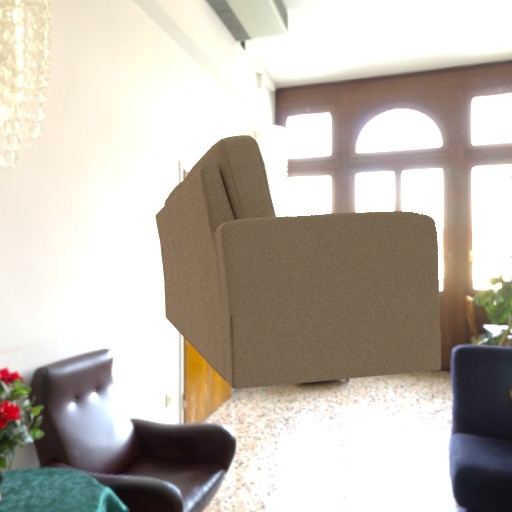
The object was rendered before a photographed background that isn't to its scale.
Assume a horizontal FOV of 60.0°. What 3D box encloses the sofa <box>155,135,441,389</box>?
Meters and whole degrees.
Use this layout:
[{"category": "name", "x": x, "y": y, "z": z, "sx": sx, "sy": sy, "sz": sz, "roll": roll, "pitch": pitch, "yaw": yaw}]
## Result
[{"category": "sofa", "x": 0.000, "y": 0.000, "z": 2.324, "sx": 0.894, "sy": 0.831, "sz": 1.808, "roll": 0, "pitch": -1, "yaw": -18}]
